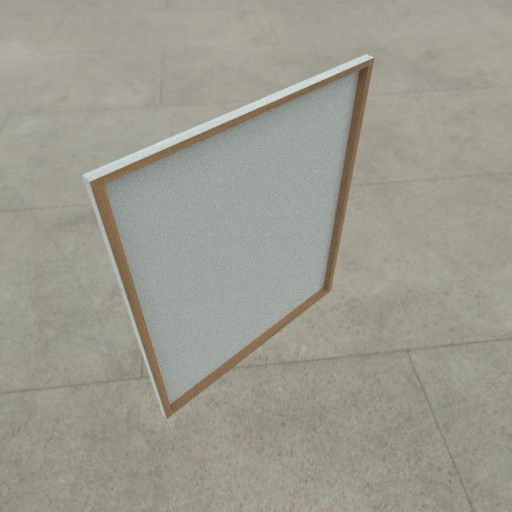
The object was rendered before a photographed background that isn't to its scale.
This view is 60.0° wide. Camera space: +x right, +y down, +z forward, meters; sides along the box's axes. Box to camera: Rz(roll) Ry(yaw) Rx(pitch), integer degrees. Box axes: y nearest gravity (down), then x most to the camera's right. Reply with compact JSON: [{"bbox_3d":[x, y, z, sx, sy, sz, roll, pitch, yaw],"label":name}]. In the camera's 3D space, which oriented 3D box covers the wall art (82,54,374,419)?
[{"bbox_3d":[0.000,0.000,0.983,0.609,0.710,0.021,-33,54,-28],"label":"wall art"}]
